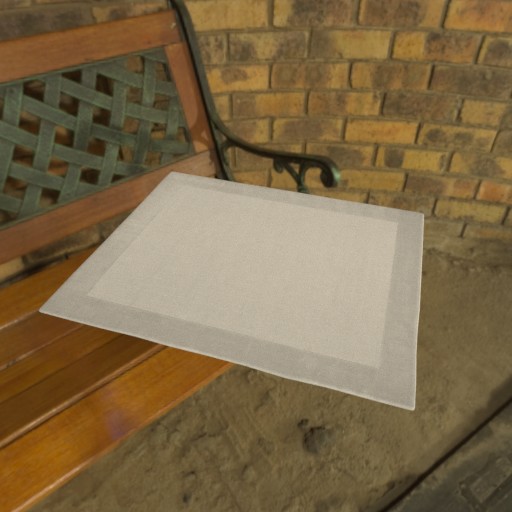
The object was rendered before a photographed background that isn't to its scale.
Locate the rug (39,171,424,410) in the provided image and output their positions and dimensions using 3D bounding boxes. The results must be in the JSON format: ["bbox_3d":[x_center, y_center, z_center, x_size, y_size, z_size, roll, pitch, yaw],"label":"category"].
[{"bbox_3d":[0.000,0.000,4.166,2.976,0.018,2.430,12,41,14],"label":"rug"}]
